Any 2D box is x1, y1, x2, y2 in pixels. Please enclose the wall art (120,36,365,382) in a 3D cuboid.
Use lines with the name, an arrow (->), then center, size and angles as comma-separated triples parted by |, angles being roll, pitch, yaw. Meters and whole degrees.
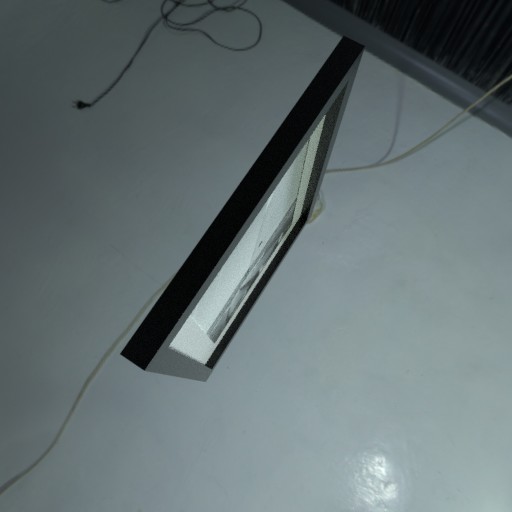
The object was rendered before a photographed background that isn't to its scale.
wall art -> 0.000, 0.000, 0.762 | 0.031, 0.558, 0.461 | 31, 76, 9
